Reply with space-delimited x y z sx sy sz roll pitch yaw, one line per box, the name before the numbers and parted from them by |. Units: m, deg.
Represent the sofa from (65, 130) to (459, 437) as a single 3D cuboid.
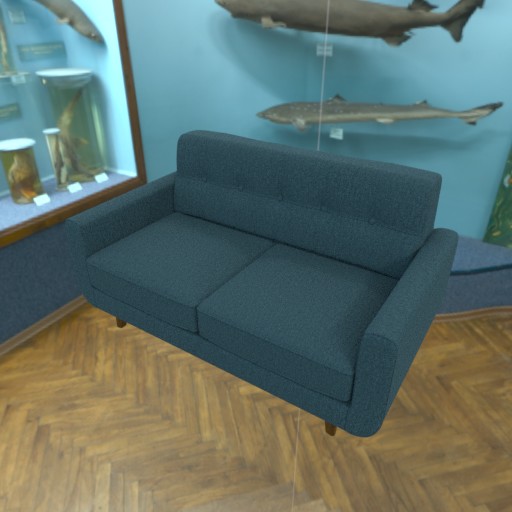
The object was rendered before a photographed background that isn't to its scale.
sofa | 0.000 0.000 2.170 1.651 0.896 0.942 18 35 28
